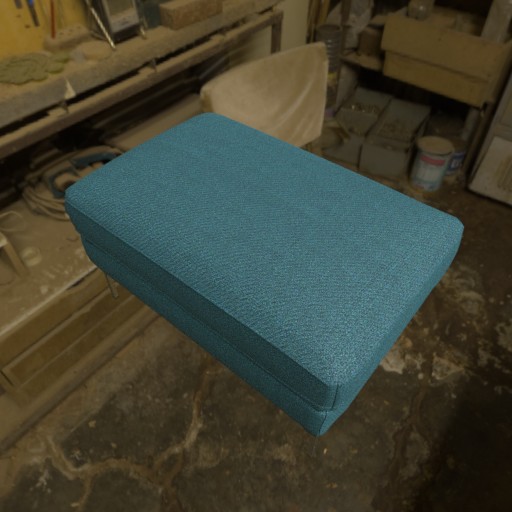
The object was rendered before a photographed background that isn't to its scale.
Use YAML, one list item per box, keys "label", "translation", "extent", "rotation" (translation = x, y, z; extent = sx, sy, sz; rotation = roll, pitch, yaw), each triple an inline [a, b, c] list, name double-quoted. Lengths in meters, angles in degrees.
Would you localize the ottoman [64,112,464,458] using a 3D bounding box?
- label: "ottoman"
  translation: [0.000, 0.000, 1.197]
  extent: [0.856, 0.498, 0.563]
  rotation: [31, 54, 26]
